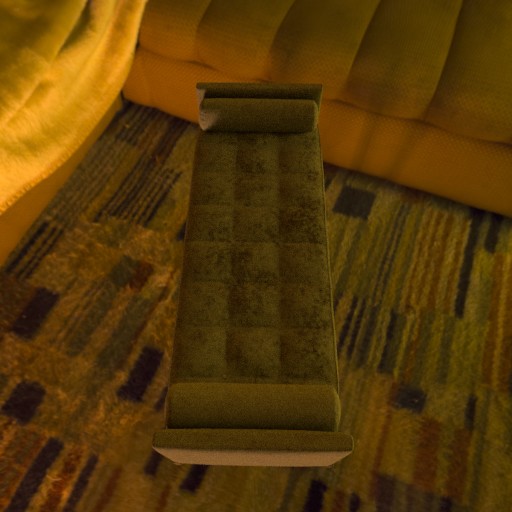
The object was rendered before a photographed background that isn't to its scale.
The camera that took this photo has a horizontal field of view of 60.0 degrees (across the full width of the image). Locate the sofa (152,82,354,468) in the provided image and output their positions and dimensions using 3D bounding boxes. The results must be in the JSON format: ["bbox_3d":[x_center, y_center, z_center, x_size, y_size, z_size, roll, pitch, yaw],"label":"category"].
[{"bbox_3d":[0.000,0.000,2.472,0.797,0.657,2.102,1,60,0],"label":"sofa"}]
